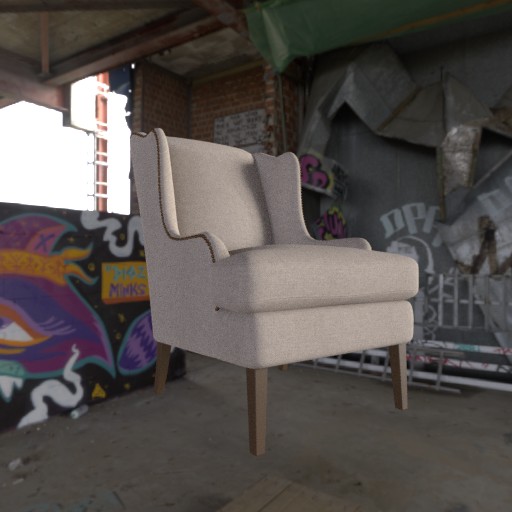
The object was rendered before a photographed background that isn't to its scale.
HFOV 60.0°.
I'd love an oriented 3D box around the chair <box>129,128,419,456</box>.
[{"bbox_3d":[0.000,0.000,1.670,0.737,1.029,0.940,0,-1,-35],"label":"chair"}]
